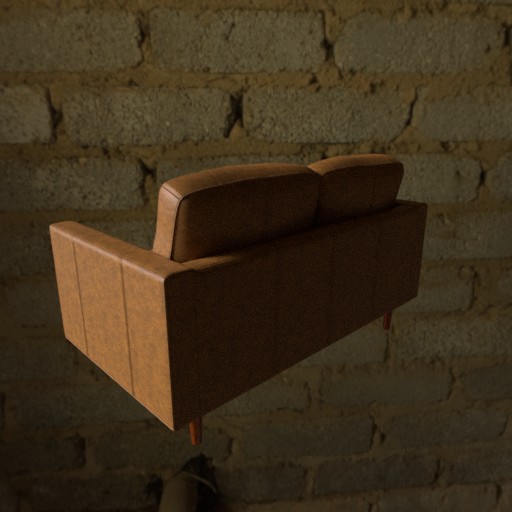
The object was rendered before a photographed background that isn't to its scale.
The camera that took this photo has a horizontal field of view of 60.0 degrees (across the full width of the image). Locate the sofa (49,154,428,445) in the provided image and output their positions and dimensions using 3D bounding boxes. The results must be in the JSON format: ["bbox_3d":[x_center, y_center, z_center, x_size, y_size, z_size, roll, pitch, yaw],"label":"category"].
[{"bbox_3d":[0.000,0.000,2.121,1.578,0.951,0.909,-16,24,-41],"label":"sofa"}]
